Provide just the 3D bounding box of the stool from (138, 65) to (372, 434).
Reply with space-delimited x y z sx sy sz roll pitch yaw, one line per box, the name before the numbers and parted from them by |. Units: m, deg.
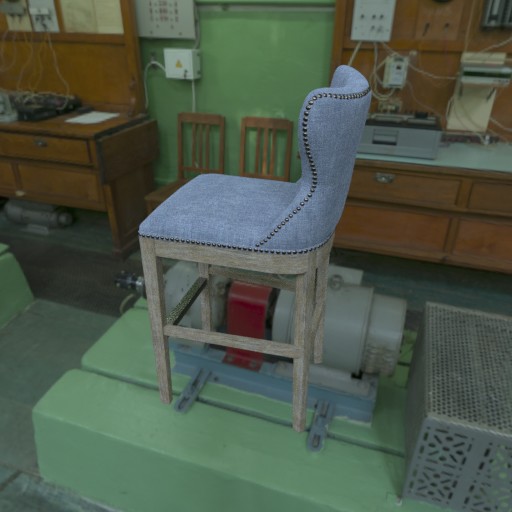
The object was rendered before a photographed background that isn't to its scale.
stool | 0.000 0.000 1.451 0.606 1.123 0.494 9 31 15
